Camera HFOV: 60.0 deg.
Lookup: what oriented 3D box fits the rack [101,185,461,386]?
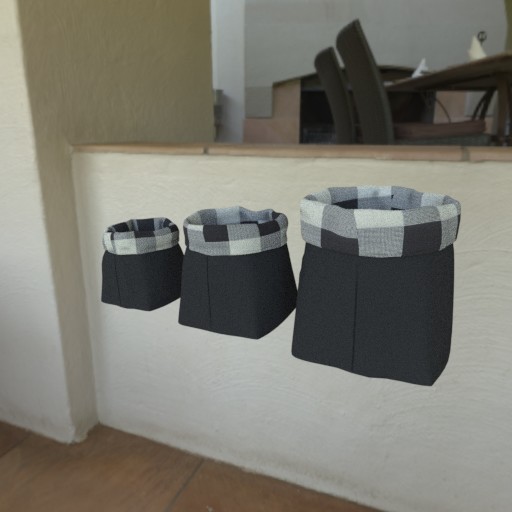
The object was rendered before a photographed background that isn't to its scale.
[{"bbox_3d":[0.000,0.000,1.059,0.889,0.329,0.370,8,17,25],"label":"rack"}]
